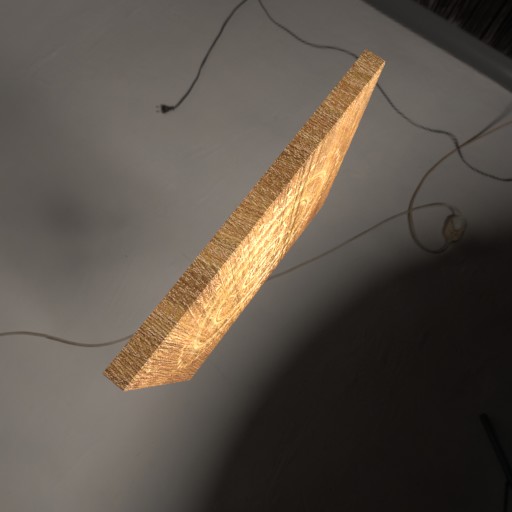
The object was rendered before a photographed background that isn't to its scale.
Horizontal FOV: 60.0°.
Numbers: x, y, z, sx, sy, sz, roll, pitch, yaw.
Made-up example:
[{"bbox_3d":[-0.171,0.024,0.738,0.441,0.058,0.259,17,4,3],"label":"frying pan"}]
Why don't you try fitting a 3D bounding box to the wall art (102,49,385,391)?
[{"bbox_3d":[0.000,0.000,0.912,0.042,0.608,0.611,36,79,8],"label":"wall art"}]
